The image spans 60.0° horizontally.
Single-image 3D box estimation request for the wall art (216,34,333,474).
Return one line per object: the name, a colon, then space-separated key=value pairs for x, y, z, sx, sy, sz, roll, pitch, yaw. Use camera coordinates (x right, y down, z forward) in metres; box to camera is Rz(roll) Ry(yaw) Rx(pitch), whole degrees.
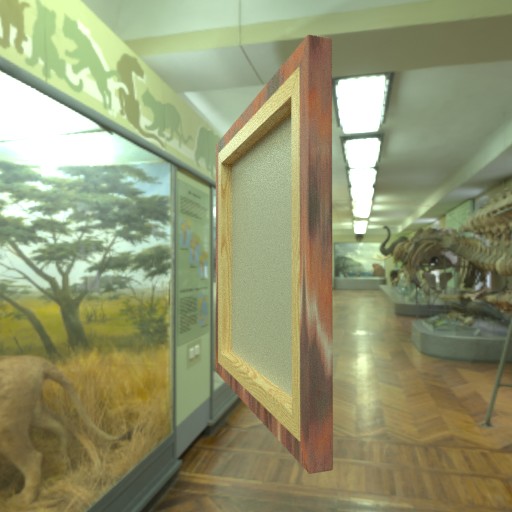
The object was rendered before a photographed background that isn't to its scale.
wall art: x=0.000 y=0.000 z=0.905 sx=0.037 sy=0.609 sz=0.603 roll=0 pitch=-1 yaw=-17
